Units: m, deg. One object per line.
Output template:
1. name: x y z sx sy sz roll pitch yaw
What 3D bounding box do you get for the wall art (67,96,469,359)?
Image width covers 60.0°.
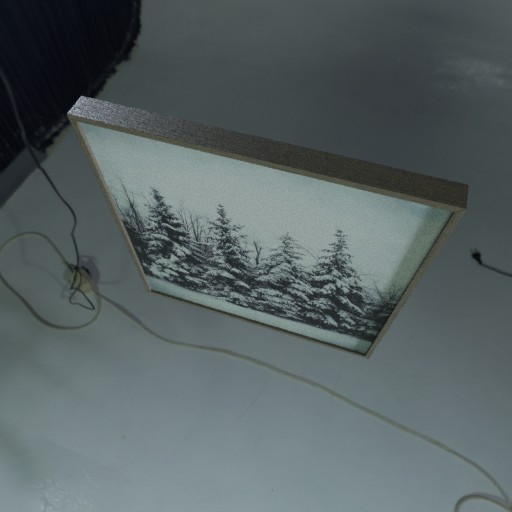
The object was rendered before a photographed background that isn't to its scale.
1. wall art: 0.000 0.000 0.761 0.507 0.507 0.037 15 59 9
